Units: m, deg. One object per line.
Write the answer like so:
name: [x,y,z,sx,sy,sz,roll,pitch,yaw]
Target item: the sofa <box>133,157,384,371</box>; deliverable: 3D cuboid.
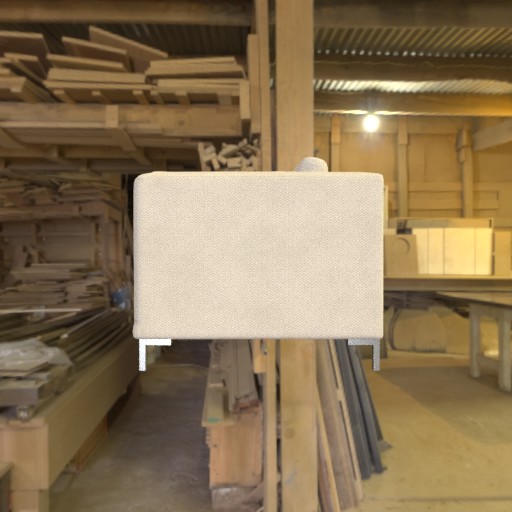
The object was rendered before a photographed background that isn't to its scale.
sofa: [0.000,0.000,2.890,0.969,0.867,2.415,0,0,0]
